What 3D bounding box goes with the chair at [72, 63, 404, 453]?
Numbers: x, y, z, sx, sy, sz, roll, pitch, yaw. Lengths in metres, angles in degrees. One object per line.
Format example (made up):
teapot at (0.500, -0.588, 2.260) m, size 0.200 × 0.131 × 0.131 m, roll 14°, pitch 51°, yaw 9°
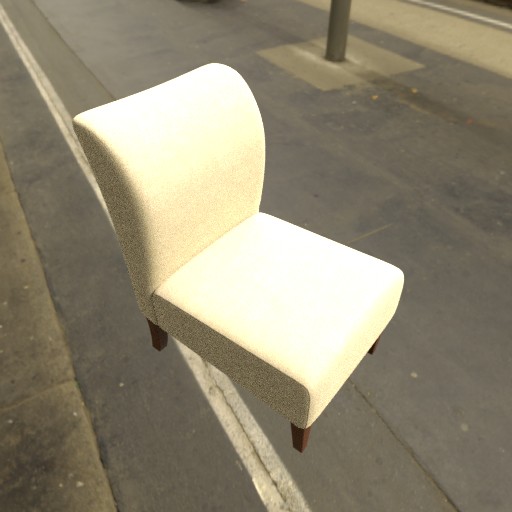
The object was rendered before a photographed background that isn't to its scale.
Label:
chair at (0.000, 0.000, 1.300) m, size 0.754 × 0.833 × 0.521 m, roll 28°, pitch 49°, yaw 28°
